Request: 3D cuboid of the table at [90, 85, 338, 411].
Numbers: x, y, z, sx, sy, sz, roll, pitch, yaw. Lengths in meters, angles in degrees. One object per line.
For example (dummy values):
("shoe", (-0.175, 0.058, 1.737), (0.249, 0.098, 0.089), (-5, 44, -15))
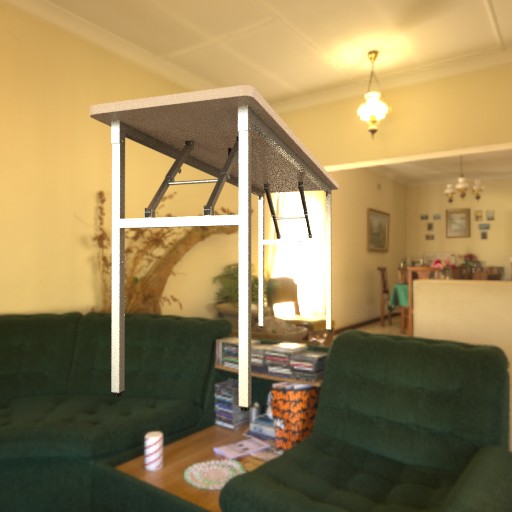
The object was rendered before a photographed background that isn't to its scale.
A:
("table", (0.000, 0.000, 1.712), (0.446, 0.750, 1.397), (0, -1, 18))
